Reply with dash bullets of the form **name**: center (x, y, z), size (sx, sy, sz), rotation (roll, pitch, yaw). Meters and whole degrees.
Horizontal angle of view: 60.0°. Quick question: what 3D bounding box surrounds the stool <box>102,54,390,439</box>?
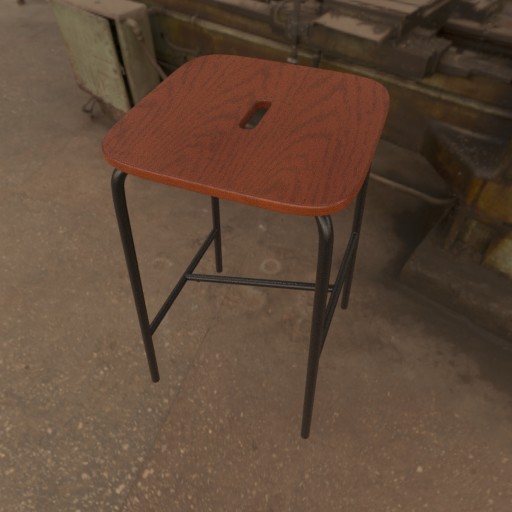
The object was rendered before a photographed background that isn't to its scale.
- **stool**: center (0.000, 0.000, 0.870), size (0.376, 0.610, 0.376), rotation (16, 49, 14)
